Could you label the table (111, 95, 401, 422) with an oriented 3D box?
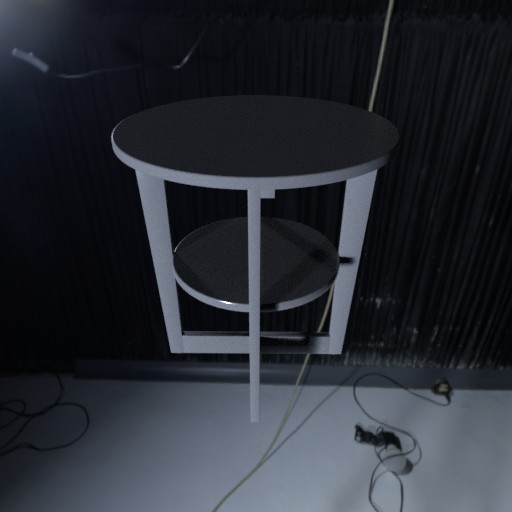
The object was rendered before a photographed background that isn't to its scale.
[{"bbox_3d":[0.000,0.000,0.938,0.500,0.550,0.500,0,32,0],"label":"table"}]
